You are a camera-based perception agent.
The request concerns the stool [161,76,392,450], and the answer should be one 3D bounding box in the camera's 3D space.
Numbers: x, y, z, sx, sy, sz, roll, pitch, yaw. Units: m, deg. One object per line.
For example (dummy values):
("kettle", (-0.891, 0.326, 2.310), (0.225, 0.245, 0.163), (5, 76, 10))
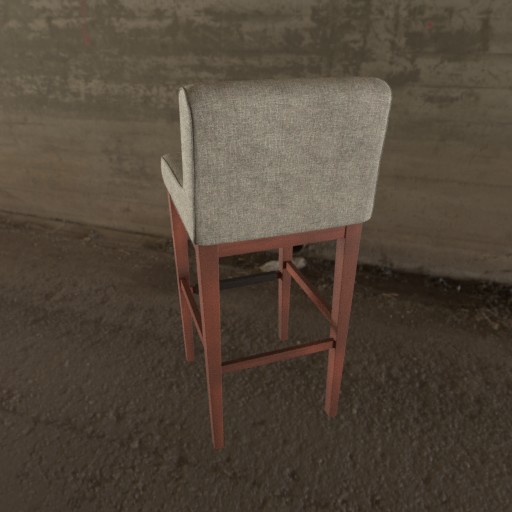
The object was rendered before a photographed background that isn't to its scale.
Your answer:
("stool", (0.000, 0.000, 1.244), (0.426, 0.965, 0.499), (-9, 29, -17))
